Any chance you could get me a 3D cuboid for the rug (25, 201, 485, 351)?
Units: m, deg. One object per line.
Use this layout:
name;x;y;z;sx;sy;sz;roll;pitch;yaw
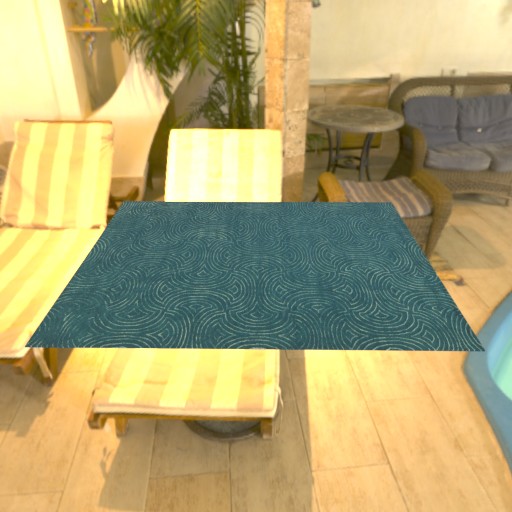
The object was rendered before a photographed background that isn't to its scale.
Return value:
rug;0.000;0.000;3.966;3.033;0.012;2.432;0;30;1
